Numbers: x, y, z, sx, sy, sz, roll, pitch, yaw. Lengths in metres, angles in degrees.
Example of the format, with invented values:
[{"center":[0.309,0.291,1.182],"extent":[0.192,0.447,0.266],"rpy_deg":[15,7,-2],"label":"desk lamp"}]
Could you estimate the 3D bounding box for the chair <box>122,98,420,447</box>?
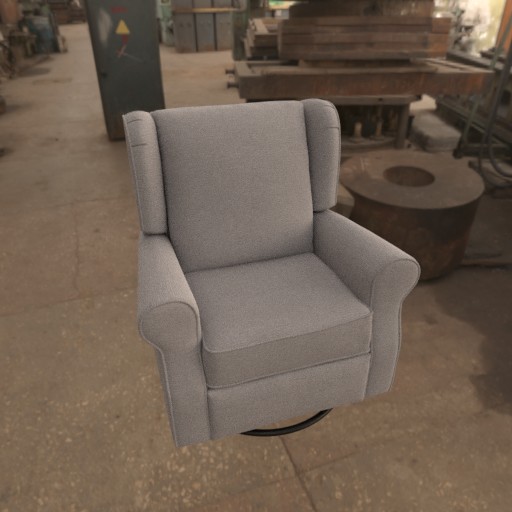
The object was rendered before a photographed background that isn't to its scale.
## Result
[{"center":[0.000,0.000,1.651],"extent":[0.906,0.966,0.854],"rpy_deg":[-9,32,-15],"label":"chair"}]
